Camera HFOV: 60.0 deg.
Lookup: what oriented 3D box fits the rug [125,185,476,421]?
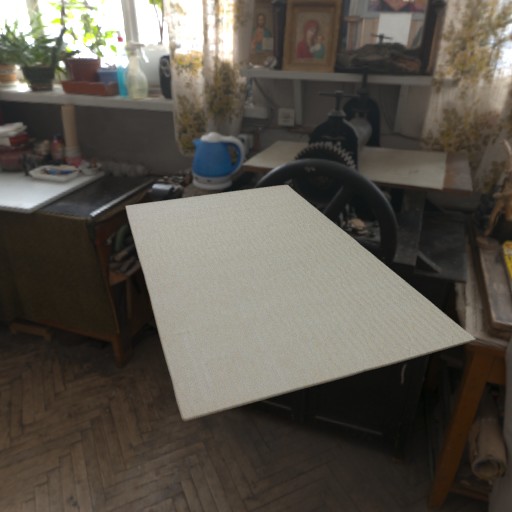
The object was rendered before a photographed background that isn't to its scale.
[{"bbox_3d":[0.000,0.000,3.052,1.531,0.014,2.441,-10,31,-17],"label":"rug"}]
